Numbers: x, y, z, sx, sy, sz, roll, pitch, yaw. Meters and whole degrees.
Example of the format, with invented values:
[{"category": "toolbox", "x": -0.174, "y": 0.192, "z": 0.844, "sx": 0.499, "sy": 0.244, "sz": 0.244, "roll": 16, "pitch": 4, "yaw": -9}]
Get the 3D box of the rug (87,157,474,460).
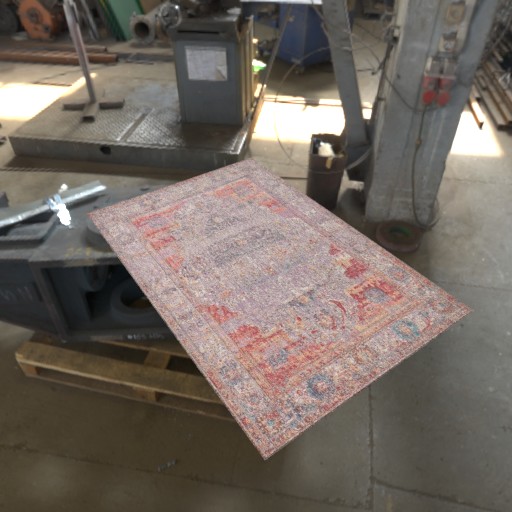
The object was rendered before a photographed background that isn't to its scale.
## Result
[{"category": "rug", "x": 0.000, "y": 0.000, "z": 2.386, "sx": 1.219, "sy": 0.005, "sz": 1.829, "roll": -25, "pitch": 46, "yaw": -26}]
